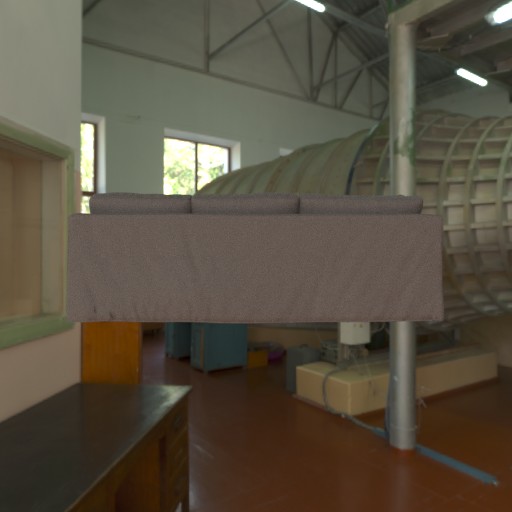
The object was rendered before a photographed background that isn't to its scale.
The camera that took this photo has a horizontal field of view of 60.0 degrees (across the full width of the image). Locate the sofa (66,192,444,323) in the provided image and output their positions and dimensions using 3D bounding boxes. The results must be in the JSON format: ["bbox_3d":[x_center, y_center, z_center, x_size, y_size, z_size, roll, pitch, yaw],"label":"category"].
[{"bbox_3d":[0.000,0.000,4.558,2.476,0.878,3.528,0,0,0],"label":"sofa"}]
